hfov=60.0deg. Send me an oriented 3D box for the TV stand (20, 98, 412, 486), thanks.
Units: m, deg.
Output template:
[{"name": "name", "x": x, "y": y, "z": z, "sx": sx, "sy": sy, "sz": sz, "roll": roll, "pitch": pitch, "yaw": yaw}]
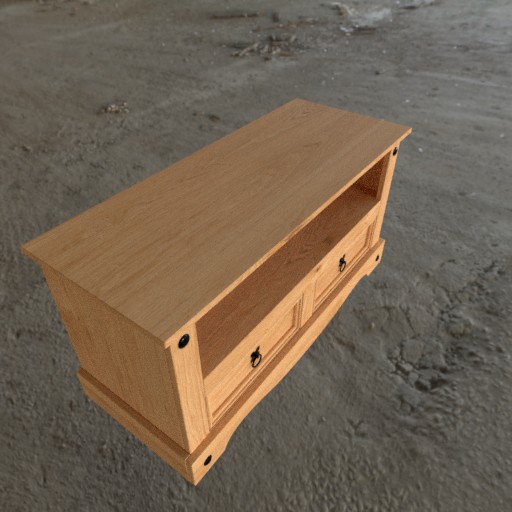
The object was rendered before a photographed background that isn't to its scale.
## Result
[{"name": "TV stand", "x": 0.000, "y": 0.000, "z": 1.341, "sx": 0.440, "sy": 0.550, "sz": 1.080, "roll": 25, "pitch": 46, "yaw": 27}]
